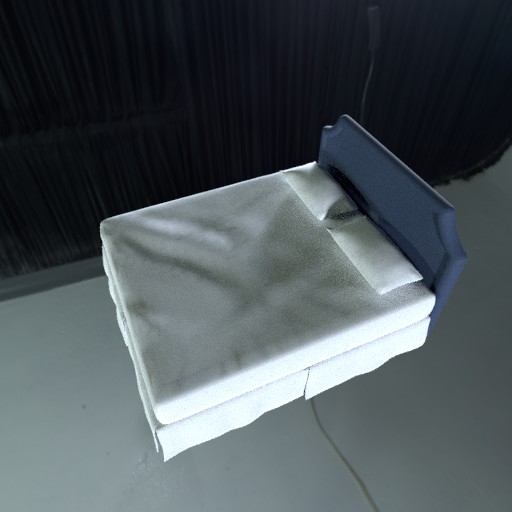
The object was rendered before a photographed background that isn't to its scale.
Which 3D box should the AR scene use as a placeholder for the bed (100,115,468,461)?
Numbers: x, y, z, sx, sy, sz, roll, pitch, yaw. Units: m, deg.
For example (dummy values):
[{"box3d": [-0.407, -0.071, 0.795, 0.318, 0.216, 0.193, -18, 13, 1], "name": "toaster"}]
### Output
[{"box3d": [0.000, 0.000, 4.179, 2.773, 1.488, 2.350, -18, 49, -16], "name": "bed"}]
